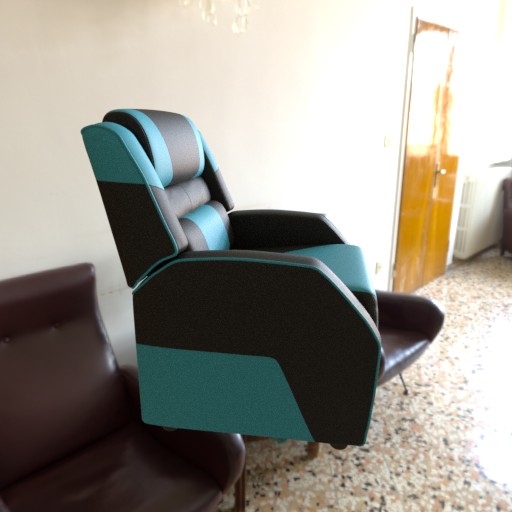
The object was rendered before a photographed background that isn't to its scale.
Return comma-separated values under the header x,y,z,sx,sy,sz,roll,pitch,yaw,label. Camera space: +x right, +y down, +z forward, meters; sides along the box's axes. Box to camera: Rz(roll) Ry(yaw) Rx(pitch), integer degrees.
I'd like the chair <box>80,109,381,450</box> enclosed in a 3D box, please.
x,y,z,sx,sy,sz,roll,pitch,yaw,label
0.000,0.000,1.280,0.672,0.805,0.620,3,17,9,chair
